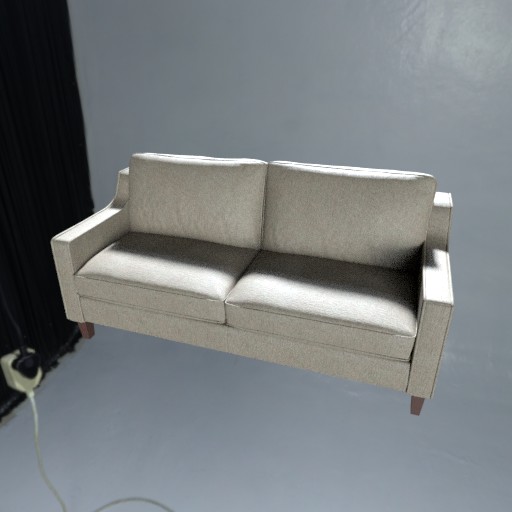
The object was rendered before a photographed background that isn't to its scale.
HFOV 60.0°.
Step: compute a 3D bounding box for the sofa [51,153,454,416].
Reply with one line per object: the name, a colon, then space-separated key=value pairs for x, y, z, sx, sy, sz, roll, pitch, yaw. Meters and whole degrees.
sofa: x=0.000 y=0.000 z=2.748 sx=2.181 sy=1.074 sz=1.073 roll=9 pitch=28 yaw=16
